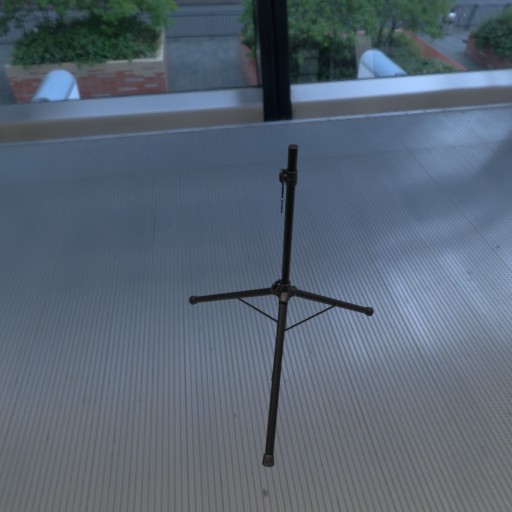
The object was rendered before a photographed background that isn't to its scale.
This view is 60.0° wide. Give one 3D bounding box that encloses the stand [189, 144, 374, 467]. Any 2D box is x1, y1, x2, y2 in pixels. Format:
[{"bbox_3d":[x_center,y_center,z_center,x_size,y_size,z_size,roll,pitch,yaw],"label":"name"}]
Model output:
[{"bbox_3d":[0.000,0.000,1.943,0.907,1.136,1.045,26,47,27],"label":"stand"}]
